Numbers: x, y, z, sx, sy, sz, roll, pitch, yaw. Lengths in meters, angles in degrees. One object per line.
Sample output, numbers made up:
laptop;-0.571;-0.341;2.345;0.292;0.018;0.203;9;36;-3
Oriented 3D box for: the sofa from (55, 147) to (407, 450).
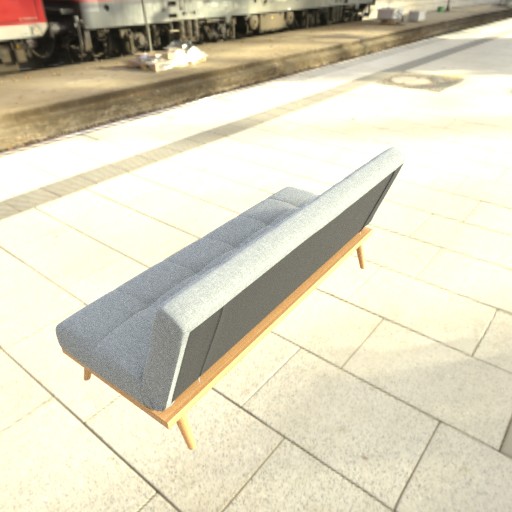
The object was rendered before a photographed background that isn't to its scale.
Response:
sofa;0.000;0.000;2.254;0.800;0.800;1.820;22;38;30
